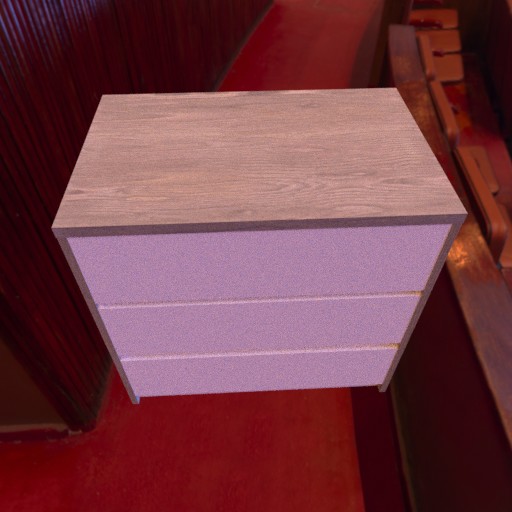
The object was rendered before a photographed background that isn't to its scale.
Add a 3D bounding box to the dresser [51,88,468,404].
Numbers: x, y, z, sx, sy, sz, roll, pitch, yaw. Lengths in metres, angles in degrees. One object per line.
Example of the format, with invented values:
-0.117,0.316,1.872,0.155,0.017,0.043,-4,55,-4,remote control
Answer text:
0.000,0.000,1.318,0.809,0.762,0.529,-2,47,-2,dresser
